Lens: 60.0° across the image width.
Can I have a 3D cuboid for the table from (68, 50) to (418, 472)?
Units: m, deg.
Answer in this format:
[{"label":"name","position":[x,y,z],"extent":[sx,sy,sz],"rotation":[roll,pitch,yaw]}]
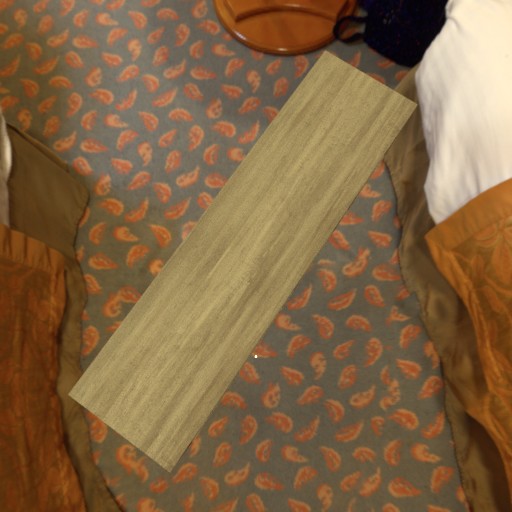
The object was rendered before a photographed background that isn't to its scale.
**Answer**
[{"label":"table","position":[0.000,0.000,1.759],"extent":[0.400,0.530,1.500],"rotation":[34,79,7]}]
